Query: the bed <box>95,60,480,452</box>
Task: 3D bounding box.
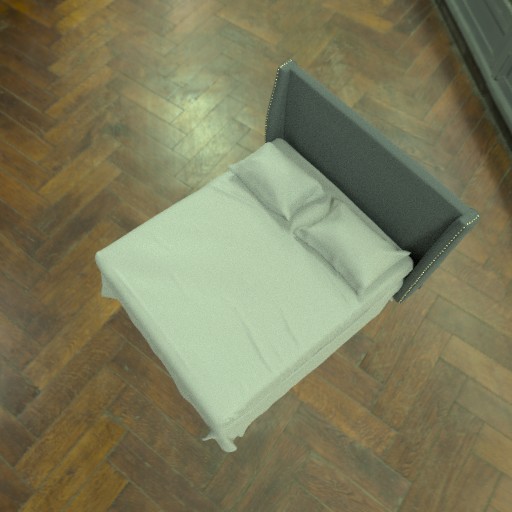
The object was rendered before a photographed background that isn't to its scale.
[{"bbox_3d":[0.000,0.000,3.473,2.276,1.332,1.925,-36,69,-16],"label":"bed"}]
